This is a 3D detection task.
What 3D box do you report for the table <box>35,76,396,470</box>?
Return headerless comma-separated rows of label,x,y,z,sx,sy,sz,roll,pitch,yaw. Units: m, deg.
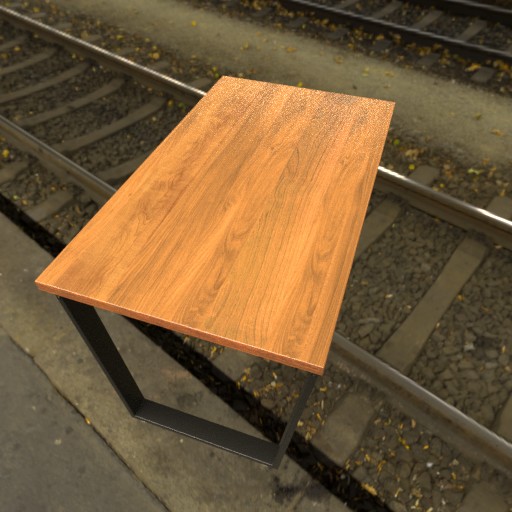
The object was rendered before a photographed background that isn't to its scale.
table,0.000,0.000,1.656,0.714,0.760,1.205,14,48,13
